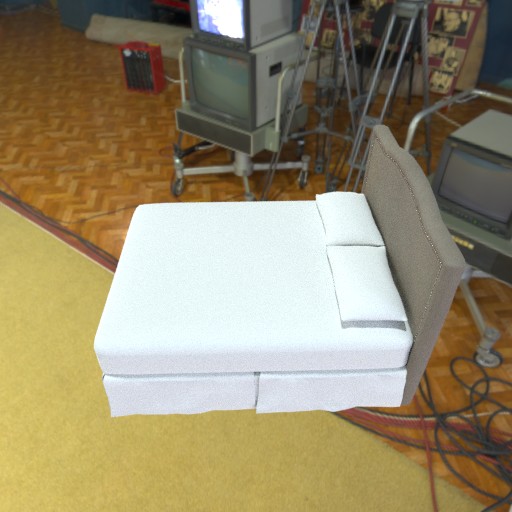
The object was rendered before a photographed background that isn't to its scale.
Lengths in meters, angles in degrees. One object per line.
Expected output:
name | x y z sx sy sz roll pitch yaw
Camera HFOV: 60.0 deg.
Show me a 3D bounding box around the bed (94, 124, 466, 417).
bed | 0.000 0.000 3.273 2.128 1.441 1.744 -1 41 -1
